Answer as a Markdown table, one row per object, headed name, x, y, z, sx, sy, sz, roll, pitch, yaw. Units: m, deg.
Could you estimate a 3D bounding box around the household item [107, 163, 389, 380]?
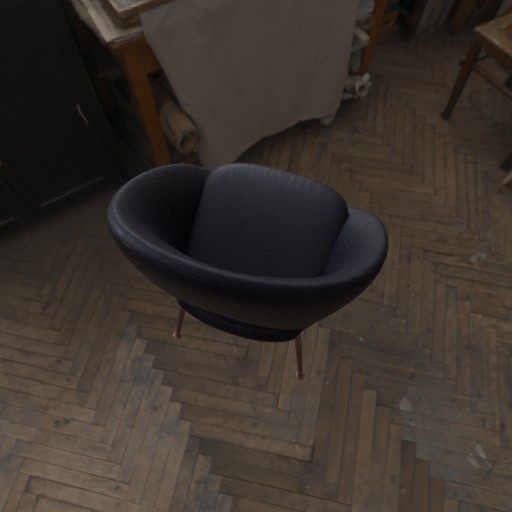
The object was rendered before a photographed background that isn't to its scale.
| name | x | y | z | sx | sy | sz | roll | pitch | yaw |
| --- | --- | --- | --- | --- | --- | --- | --- | --- | --- |
| household item | 0.000 | 0.000 | 1.227 | 0.623 | 0.852 | 0.573 | 16 | 64 | 8 |
